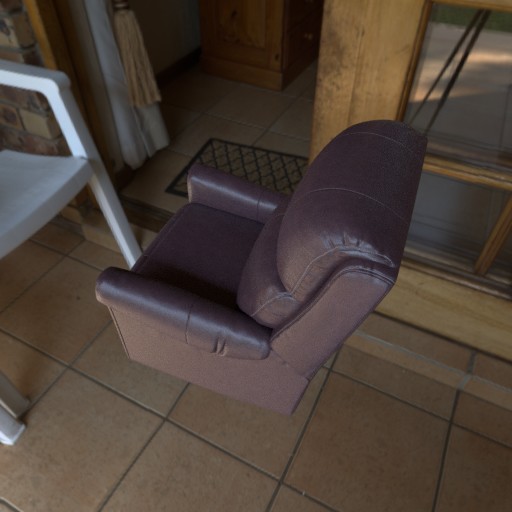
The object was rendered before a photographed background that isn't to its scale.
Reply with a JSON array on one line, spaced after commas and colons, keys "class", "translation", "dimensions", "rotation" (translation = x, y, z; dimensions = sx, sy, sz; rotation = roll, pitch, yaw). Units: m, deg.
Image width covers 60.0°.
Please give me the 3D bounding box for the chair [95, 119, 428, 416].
[{"class": "chair", "translation": [0.000, 0.000, 1.751], "dimensions": [1.014, 1.054, 0.838], "rotation": [16, 48, 15]}]
